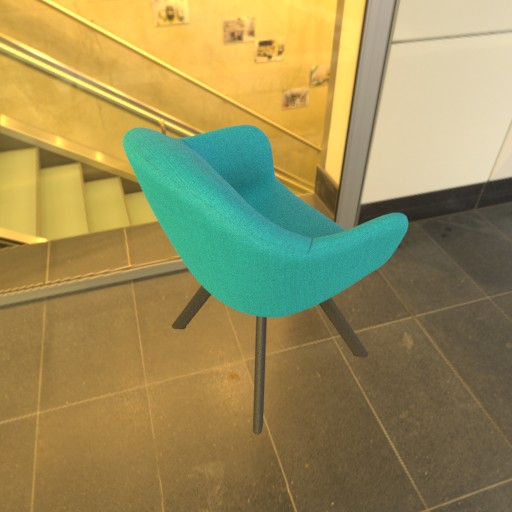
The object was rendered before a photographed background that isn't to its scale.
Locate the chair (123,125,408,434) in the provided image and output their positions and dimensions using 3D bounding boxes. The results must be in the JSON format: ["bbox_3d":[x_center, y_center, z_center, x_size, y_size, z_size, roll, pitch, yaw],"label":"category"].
[{"bbox_3d":[0.000,0.000,1.198,0.550,0.795,0.590,-26,48,-27],"label":"chair"}]
